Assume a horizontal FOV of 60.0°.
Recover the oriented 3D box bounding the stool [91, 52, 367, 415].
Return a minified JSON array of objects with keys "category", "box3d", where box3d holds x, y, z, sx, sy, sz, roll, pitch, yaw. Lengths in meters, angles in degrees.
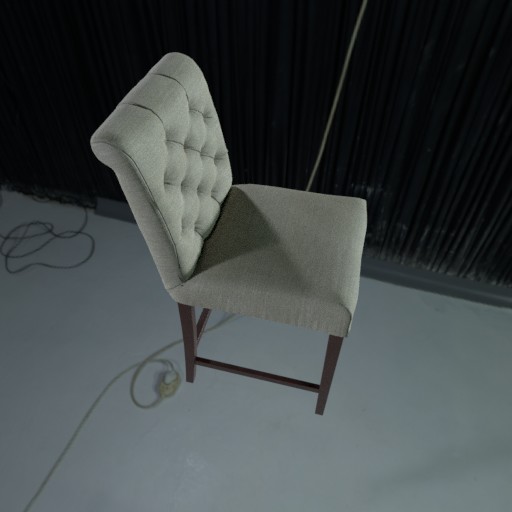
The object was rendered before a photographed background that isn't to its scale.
[{"category":"stool","box3d":[0.000,0.000,1.440,0.660,1.084,0.486,11,48,10]}]
